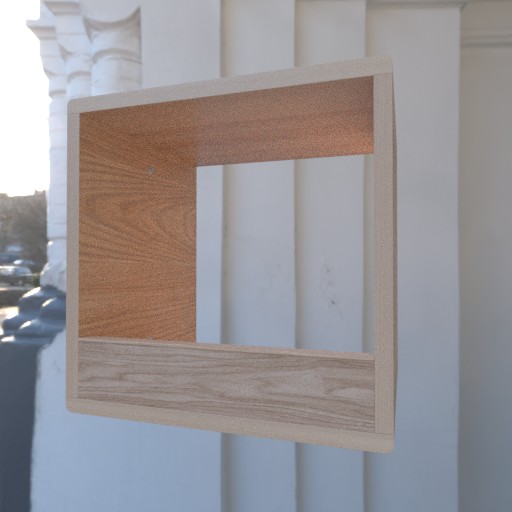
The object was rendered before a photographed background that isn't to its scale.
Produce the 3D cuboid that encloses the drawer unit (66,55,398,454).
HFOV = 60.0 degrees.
[{"bbox_3d":[0.000,0.000,0.572,0.344,0.344,0.290,0,-1,18],"label":"drawer unit"}]
